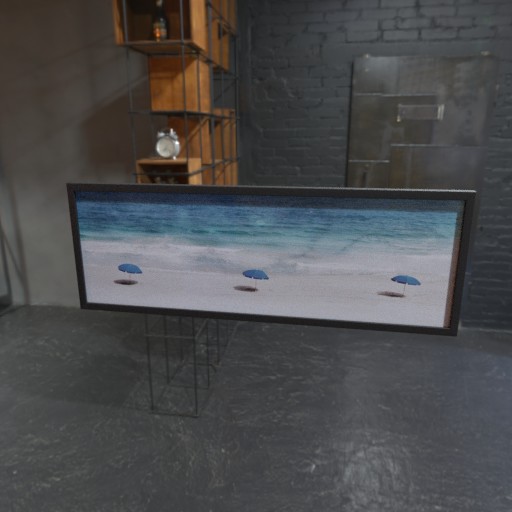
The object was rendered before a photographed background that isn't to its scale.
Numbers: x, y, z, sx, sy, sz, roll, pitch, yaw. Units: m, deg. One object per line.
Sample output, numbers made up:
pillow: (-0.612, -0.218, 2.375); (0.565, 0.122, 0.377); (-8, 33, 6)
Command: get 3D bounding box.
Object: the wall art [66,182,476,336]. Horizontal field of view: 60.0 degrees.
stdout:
wall art: (0.000, 0.000, 1.774); (1.572, 0.554, 0.041); (3, 16, 10)
